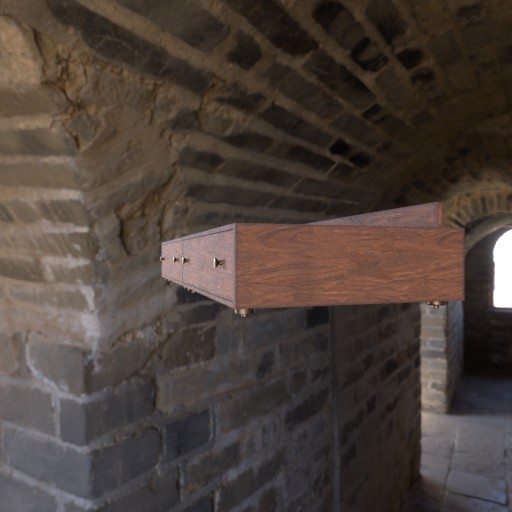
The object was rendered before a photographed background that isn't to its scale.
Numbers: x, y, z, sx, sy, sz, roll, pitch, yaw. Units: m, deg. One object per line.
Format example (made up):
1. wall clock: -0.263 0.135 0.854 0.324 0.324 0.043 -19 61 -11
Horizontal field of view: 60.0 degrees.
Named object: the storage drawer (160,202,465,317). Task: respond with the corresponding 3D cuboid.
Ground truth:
1. storage drawer: 0.000 0.000 2.196 0.774 0.339 1.914 0 0 -18
